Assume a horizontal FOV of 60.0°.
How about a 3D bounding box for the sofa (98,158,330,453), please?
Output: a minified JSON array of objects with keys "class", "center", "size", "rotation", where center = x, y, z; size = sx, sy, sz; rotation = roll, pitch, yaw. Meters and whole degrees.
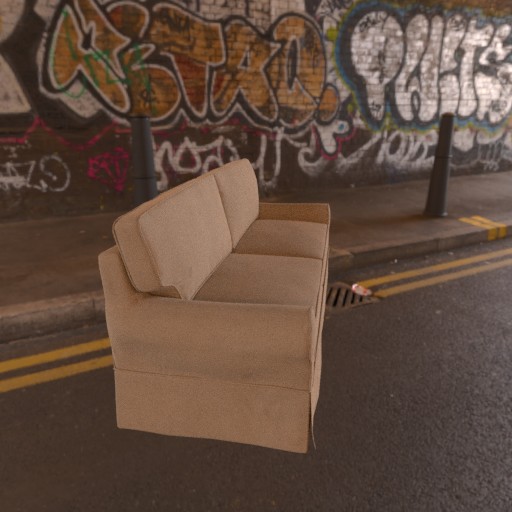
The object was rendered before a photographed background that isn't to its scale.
[{"class":"sofa","center":[0.000,0.000,2.753],"size":[0.900,1.014,2.246],"rotation":[3,19,10]}]
